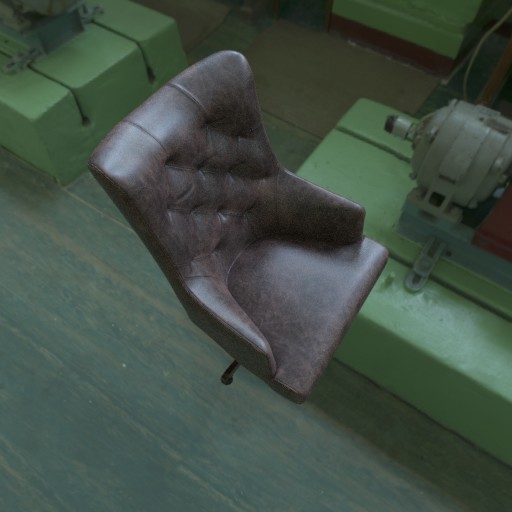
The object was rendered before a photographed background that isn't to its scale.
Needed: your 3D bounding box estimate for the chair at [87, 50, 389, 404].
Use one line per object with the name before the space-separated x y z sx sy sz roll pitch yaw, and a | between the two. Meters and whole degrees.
chair | 0.000 0.000 1.508 0.762 1.035 0.641 29 62 17
